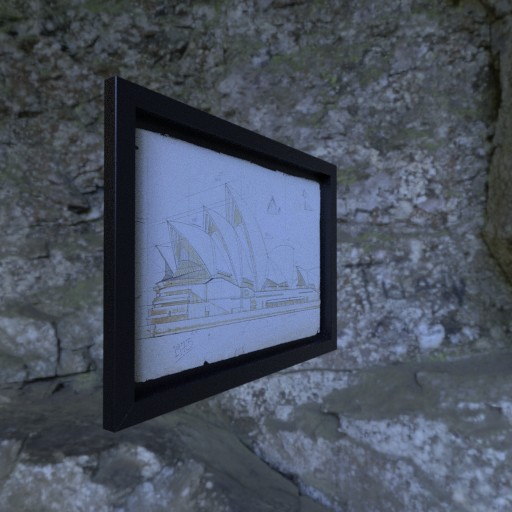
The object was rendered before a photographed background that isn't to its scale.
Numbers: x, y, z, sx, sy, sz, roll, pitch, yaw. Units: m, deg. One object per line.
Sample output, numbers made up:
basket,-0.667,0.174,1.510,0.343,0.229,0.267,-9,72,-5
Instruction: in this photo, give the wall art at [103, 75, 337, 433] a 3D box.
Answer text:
wall art,0.000,0.000,0.842,0.027,0.458,0.657,-1,-1,35
